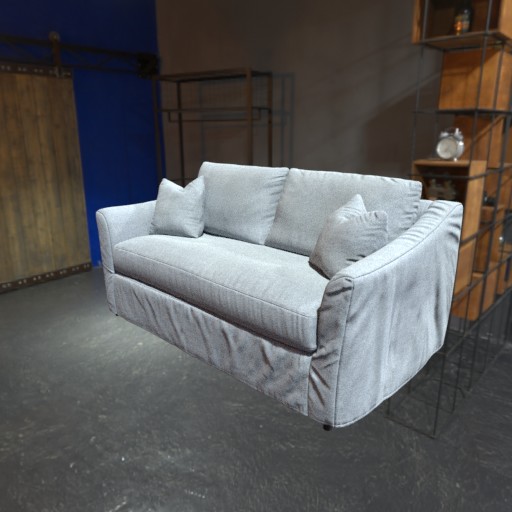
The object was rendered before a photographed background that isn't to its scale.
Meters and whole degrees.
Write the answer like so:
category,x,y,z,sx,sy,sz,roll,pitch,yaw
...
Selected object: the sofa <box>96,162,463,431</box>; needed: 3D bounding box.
category,x,y,z,sx,sy,sz,roll,pitch,yaw
sofa,0.000,0.000,2.684,2.010,1.018,1.072,15,21,42
